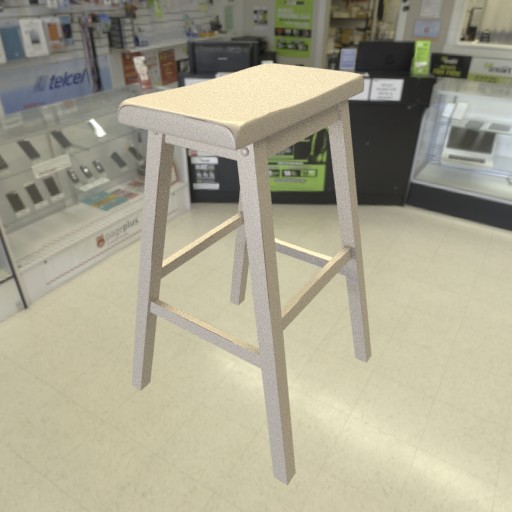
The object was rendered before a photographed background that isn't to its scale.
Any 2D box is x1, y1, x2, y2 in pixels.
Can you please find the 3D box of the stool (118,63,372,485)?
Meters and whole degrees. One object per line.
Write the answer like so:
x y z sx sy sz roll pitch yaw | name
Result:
0.000 0.000 1.006 0.476 0.737 0.457 20 38 29 | stool
